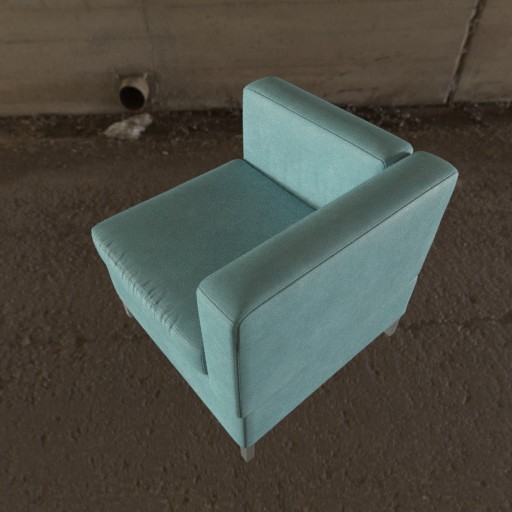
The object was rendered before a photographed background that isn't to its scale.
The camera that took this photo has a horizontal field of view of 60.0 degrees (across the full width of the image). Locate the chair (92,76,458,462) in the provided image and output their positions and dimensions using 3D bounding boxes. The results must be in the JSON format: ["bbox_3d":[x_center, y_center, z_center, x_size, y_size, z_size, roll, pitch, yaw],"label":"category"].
[{"bbox_3d":[0.000,0.000,1.236,0.680,0.660,0.680,-32,54,-27],"label":"chair"}]
